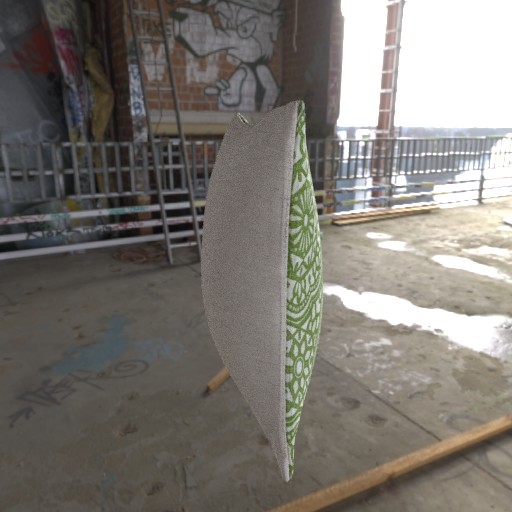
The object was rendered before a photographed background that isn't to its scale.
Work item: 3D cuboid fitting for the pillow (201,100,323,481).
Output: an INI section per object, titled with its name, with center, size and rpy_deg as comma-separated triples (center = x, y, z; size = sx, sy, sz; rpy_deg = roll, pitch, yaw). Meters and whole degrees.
[pillow]
center = 0.000, 0.000, 0.660
size = 0.162, 0.419, 0.440
rpy_deg = -3, 16, -10
